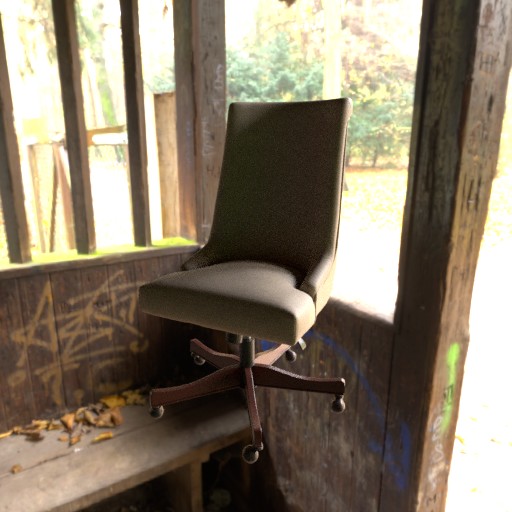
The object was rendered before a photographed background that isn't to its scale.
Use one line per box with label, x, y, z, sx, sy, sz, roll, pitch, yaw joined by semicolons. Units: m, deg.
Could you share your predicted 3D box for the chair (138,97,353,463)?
chair;0.000;0.000;1.466;0.645;1.010;0.696;8;17;26
